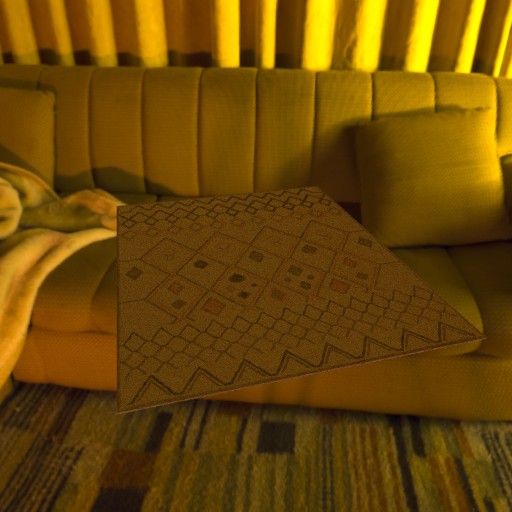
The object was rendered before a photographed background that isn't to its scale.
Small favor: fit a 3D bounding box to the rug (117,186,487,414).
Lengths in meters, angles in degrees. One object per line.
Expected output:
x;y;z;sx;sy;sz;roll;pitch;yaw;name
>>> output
0.000;0.000;4.027;2.441;0.016;3.050;-8;30;-13;rug
